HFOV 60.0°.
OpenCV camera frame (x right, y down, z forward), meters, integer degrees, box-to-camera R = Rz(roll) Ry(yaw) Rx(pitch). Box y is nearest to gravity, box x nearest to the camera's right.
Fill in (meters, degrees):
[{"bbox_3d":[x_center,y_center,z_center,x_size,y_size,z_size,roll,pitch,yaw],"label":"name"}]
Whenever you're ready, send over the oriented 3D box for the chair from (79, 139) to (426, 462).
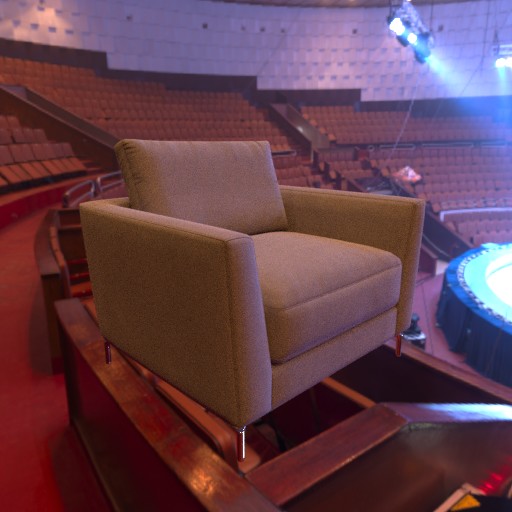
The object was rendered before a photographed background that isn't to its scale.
[{"bbox_3d":[0.000,0.000,1.693,1.041,0.864,0.889,-14,20,-43],"label":"chair"}]
